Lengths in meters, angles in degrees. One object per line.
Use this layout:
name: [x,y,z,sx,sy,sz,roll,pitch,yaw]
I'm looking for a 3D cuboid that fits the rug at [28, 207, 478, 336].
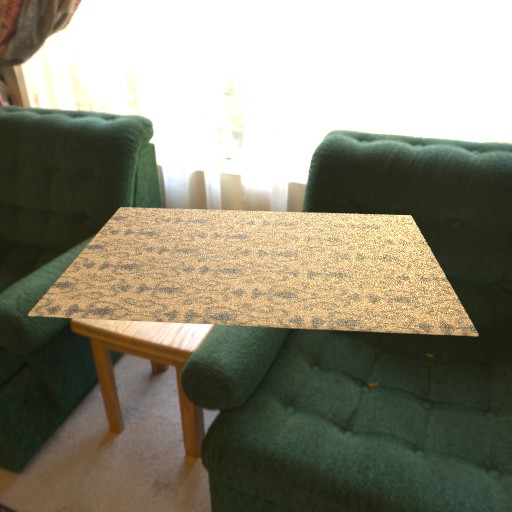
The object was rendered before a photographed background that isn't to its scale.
rug: [0.000,0.000,2.061,1.652,0.006,1.035,2,29,4]
